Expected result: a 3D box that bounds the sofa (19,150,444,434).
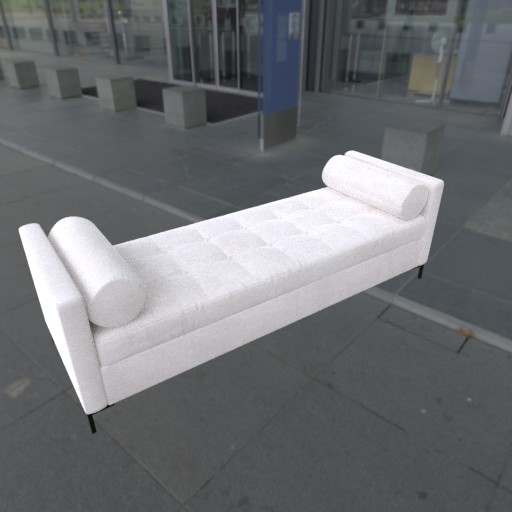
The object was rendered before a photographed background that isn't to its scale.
[{"bbox_3d":[0.000,0.000,2.262,1.981,0.635,0.686,-19,35,-29],"label":"sofa"}]
